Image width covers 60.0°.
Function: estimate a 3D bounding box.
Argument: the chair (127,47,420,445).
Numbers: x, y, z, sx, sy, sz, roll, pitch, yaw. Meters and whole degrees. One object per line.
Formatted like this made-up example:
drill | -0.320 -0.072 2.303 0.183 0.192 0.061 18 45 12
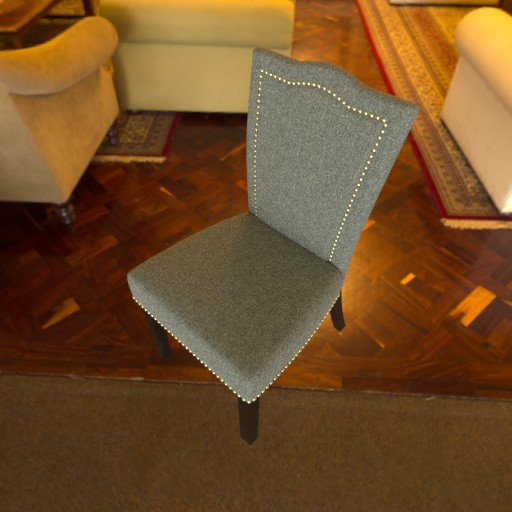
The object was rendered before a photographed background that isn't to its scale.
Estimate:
chair | 0.000 0.000 1.280 0.518 0.946 0.589 35 55 29
